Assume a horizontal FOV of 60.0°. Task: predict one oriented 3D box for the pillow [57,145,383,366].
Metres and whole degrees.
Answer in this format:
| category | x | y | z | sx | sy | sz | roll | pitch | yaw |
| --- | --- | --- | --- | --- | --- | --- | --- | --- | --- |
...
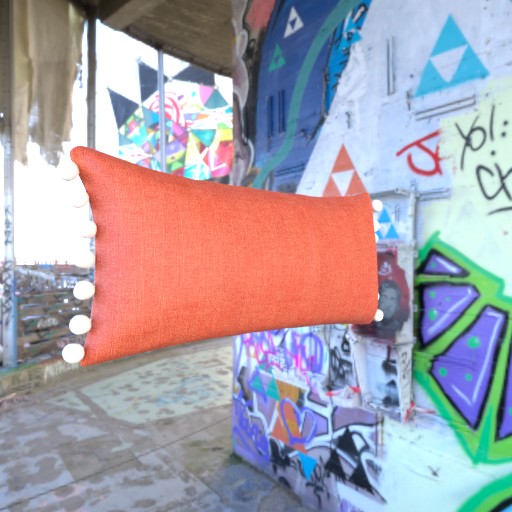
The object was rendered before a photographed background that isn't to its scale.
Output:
| category | x | y | z | sx | sy | sz | roll | pitch | yaw |
| --- | --- | --- | --- | --- | --- | --- | --- | --- | --- |
| pillow | 0.000 | 0.000 | 0.837 | 0.709 | 0.322 | 0.201 | 0 | 0 | -36 |
